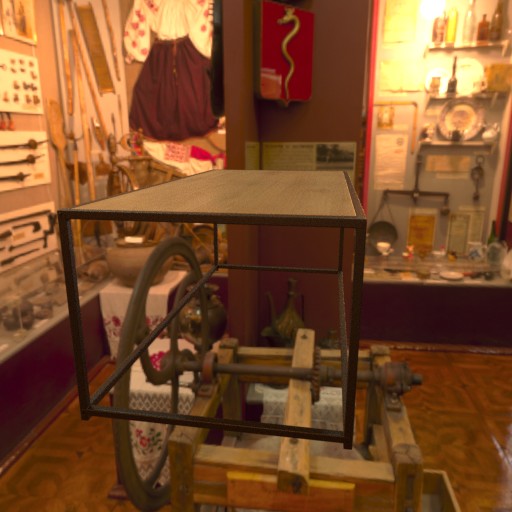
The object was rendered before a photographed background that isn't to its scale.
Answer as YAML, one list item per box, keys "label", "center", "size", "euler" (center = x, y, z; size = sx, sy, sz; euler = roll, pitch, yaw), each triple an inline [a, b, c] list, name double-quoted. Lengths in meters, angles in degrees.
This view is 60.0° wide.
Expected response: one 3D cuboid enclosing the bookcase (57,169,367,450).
- label: "bookcase"
  center: [0.000, 0.000, 1.219]
  size: [0.500, 0.400, 1.000]
  euler: [2, 15, 9]
